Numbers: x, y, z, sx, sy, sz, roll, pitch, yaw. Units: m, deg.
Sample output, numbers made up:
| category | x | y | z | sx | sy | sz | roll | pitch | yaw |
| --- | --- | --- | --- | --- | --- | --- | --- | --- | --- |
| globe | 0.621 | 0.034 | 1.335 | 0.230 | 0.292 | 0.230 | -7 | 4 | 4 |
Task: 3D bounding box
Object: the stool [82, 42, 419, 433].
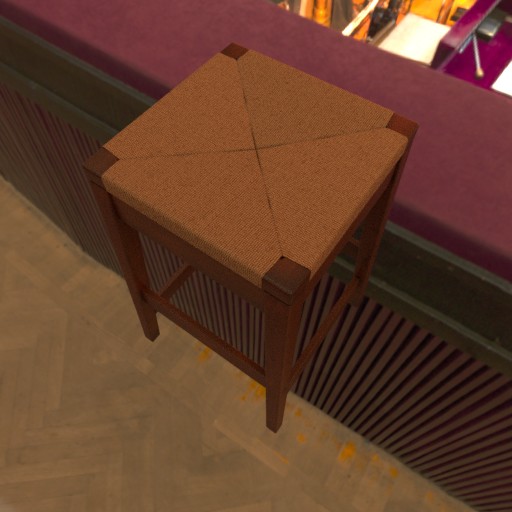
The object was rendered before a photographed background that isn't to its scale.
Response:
| category | x | y | z | sx | sy | sz | roll | pitch | yaw |
| --- | --- | --- | --- | --- | --- | --- | --- | --- | --- |
| stool | 0.000 | 0.000 | 1.099 | 0.497 | 0.762 | 0.507 | 31 | 63 | 18 |
